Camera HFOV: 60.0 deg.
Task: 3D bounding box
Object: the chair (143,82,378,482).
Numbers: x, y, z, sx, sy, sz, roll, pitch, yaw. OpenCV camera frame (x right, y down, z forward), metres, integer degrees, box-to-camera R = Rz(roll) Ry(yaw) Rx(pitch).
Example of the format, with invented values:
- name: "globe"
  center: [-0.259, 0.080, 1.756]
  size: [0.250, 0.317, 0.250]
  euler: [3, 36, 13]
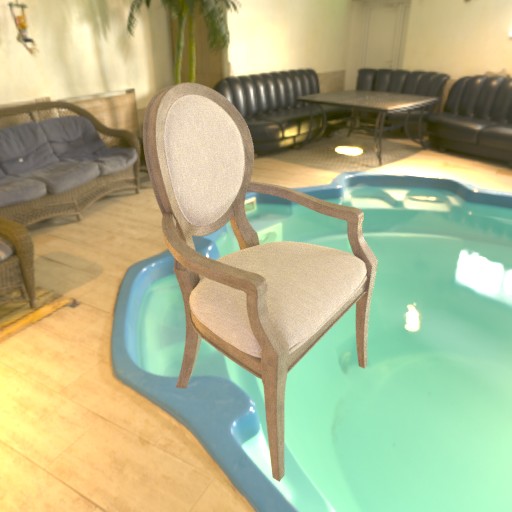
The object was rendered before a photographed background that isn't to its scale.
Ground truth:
- name: "chair"
  center: [0.000, 0.000, 1.394]
  size: [0.602, 0.991, 0.611]
  euler: [18, 32, 32]
